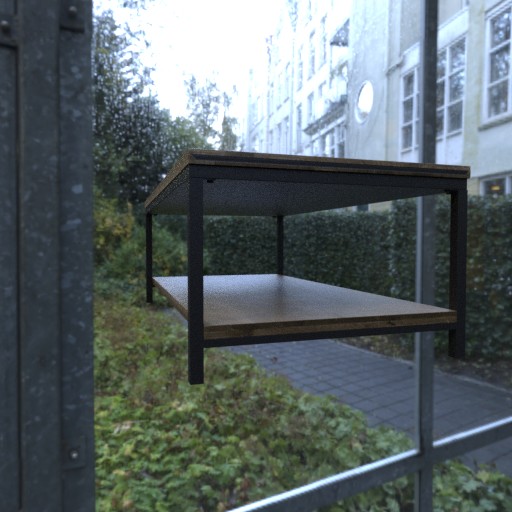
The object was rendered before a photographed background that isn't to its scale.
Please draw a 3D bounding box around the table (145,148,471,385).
[{"bbox_3d":[0.000,0.000,1.323,0.574,0.393,1.062,-1,2,-18],"label":"table"}]
